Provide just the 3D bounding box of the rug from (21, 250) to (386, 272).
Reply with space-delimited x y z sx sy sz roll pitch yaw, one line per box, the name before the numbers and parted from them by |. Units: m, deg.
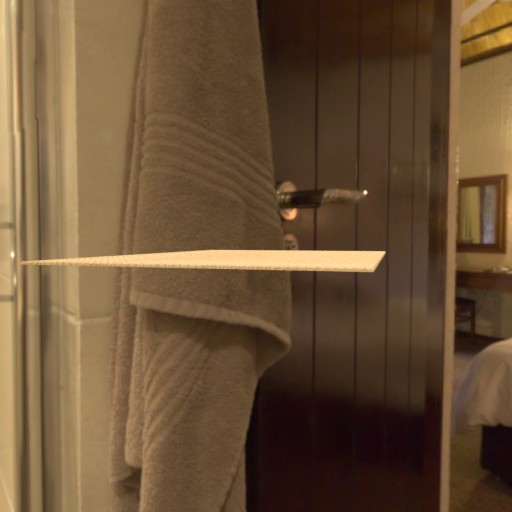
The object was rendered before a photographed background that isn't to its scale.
rug | 0.000 0.000 2.756 1.509 0.013 2.144 1 2 17
